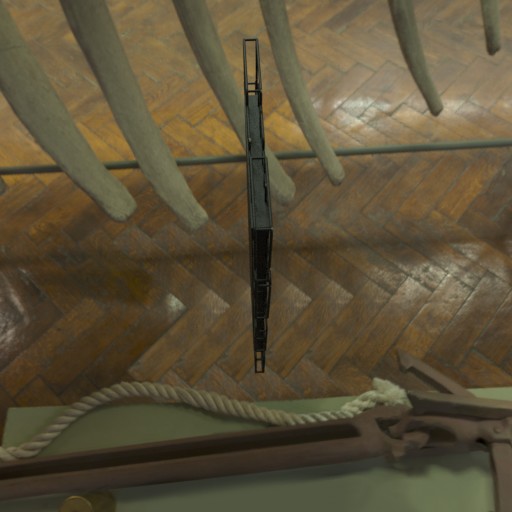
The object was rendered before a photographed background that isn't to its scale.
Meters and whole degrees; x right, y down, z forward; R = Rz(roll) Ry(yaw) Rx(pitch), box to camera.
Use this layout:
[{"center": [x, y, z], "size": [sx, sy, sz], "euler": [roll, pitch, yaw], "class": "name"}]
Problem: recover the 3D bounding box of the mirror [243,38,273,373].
[{"center": [0.000, 0.000, 1.402], "size": [0.037, 1.192, 0.565], "euler": [-3, 64, -1], "class": "mirror"}]
